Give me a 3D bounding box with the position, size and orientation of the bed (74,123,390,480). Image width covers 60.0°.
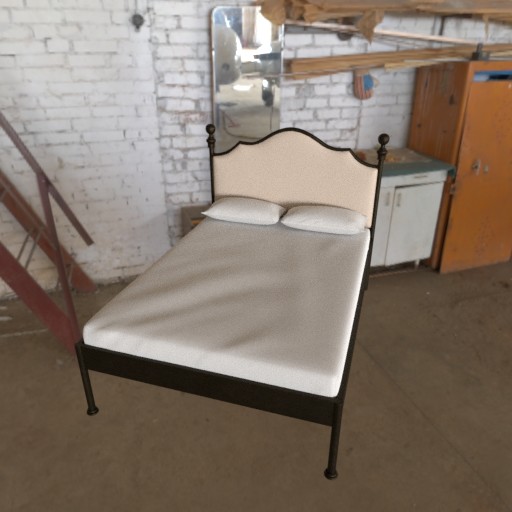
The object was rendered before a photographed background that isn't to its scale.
[{"bbox_3d":[0.000,0.000,3.271,1.642,1.499,2.224,8,27,16],"label":"bed"}]
